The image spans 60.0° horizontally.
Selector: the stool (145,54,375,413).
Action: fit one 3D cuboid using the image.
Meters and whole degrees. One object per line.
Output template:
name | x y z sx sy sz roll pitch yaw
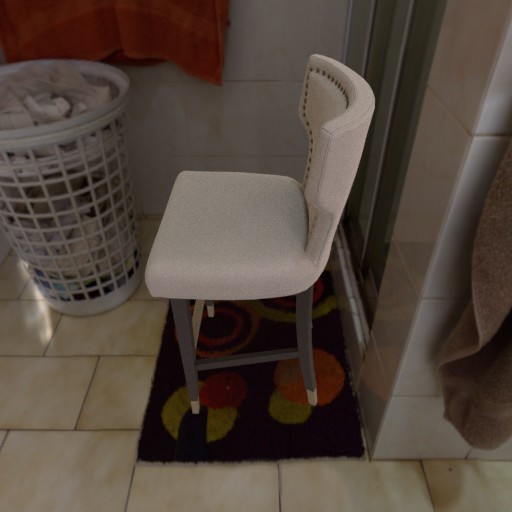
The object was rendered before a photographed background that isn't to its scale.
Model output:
stool | 0.000 0.000 1.417 0.563 1.092 0.526 2 40 2
